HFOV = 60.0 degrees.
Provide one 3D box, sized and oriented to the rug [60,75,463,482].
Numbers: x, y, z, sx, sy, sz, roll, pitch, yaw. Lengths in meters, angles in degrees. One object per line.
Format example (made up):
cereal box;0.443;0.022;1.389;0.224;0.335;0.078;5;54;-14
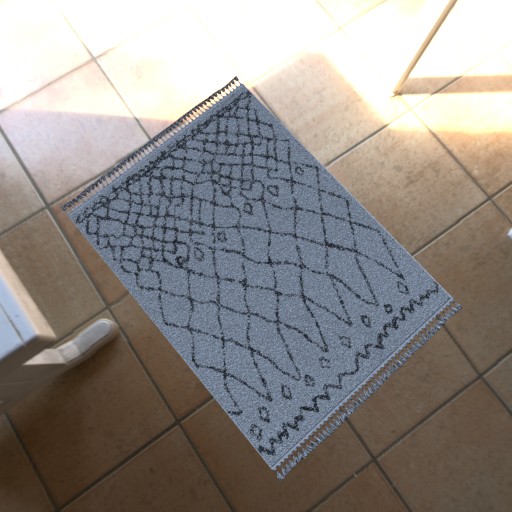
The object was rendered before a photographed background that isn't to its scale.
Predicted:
rug;0.000;0.000;3.003;1.613;0.017;2.312;-40;79;-9
